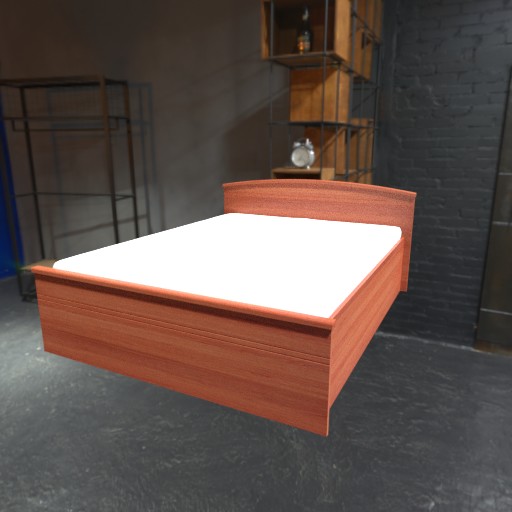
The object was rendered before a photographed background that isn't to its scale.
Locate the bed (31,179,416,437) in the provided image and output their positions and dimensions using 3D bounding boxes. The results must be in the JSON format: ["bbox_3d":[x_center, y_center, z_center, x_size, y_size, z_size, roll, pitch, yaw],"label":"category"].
[{"bbox_3d":[0.000,0.000,2.927,1.683,0.848,2.053,7,16,26],"label":"bed"}]
